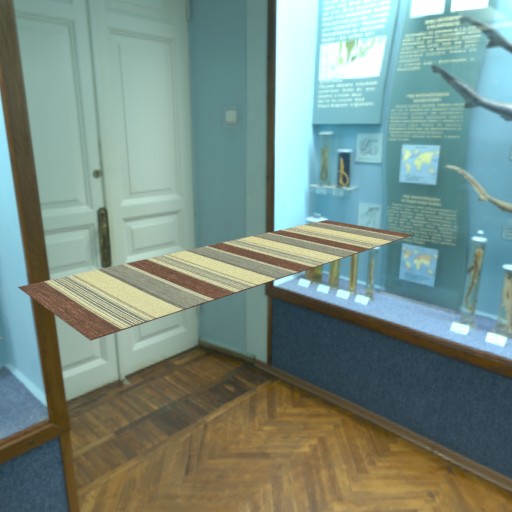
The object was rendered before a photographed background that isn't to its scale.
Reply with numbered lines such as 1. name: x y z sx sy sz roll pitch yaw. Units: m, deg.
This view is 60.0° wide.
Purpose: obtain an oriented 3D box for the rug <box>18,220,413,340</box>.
1. rug: 0.000 0.000 2.685 2.437 0.006 0.792 -15 21 -42
